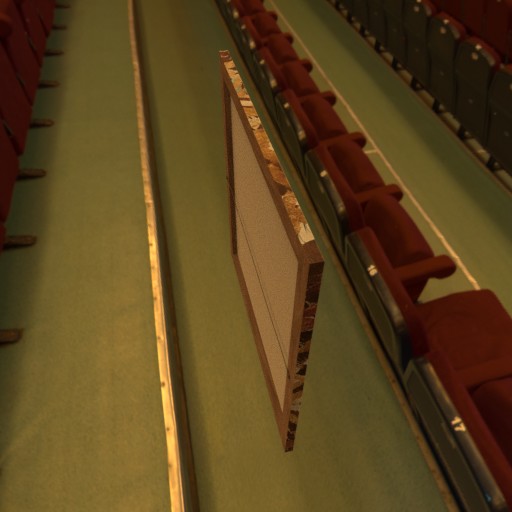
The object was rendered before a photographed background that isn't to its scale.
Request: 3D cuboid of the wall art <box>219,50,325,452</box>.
[{"bbox_3d":[0.000,0.000,1.170,0.028,0.762,0.757,-10,48,-9],"label":"wall art"}]
